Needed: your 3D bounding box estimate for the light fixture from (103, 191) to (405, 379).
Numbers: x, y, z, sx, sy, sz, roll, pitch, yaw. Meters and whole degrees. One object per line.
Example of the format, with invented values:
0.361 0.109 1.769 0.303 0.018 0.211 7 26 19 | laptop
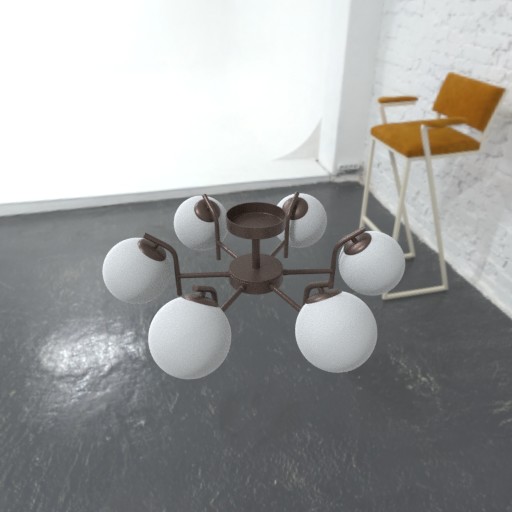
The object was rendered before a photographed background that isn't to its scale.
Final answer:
0.000 0.000 0.967 0.662 0.201 0.662 0 31 0 | light fixture
